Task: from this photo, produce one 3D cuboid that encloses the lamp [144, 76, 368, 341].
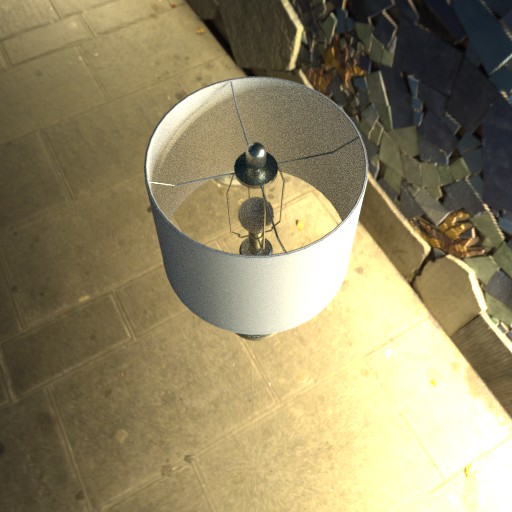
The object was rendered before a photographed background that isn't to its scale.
[{"bbox_3d":[0.000,0.000,0.965,0.383,0.733,0.383,0,64,0],"label":"lamp"}]
